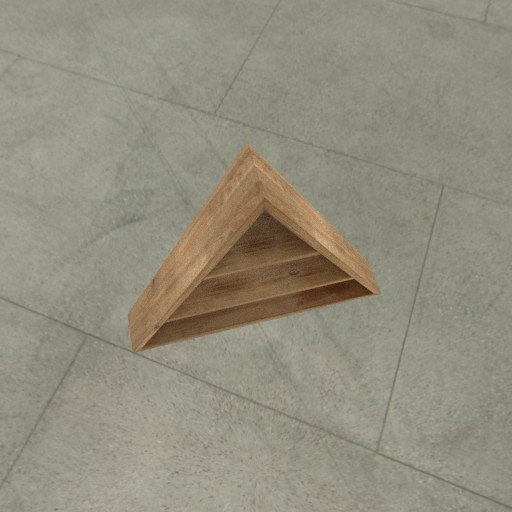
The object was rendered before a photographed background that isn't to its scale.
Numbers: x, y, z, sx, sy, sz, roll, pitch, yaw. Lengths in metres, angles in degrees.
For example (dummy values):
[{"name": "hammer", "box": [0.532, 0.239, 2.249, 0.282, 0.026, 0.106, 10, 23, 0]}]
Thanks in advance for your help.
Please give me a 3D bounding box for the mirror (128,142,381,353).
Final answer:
[{"name": "mirror", "box": [0.000, 0.000, 0.865, 0.631, 0.548, 0.100, -12, 64, -6]}]
